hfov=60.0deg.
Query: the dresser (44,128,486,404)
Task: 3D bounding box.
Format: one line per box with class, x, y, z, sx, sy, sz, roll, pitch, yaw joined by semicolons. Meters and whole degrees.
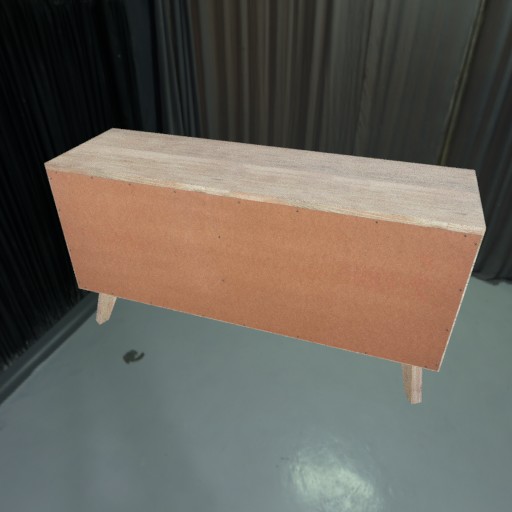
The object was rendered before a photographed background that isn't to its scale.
dresser;0.000;0.000;1.887;1.554;0.805;0.455;11;35;15
